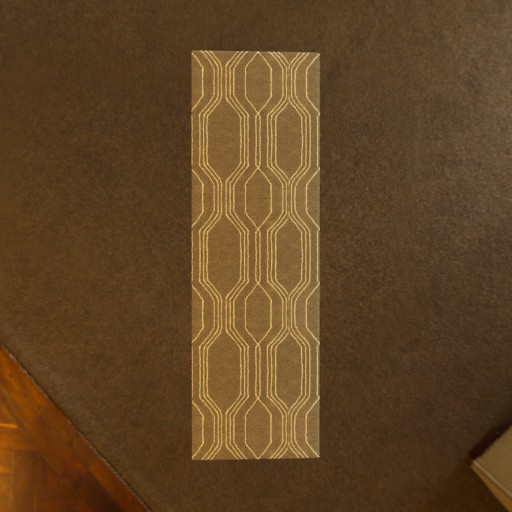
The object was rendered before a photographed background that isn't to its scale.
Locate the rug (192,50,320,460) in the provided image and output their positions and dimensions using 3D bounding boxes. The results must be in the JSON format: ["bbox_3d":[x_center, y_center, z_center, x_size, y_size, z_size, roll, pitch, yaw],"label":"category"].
[{"bbox_3d":[0.000,0.000,2.682,0.773,0.012,2.464,0,90,-2],"label":"rug"}]
